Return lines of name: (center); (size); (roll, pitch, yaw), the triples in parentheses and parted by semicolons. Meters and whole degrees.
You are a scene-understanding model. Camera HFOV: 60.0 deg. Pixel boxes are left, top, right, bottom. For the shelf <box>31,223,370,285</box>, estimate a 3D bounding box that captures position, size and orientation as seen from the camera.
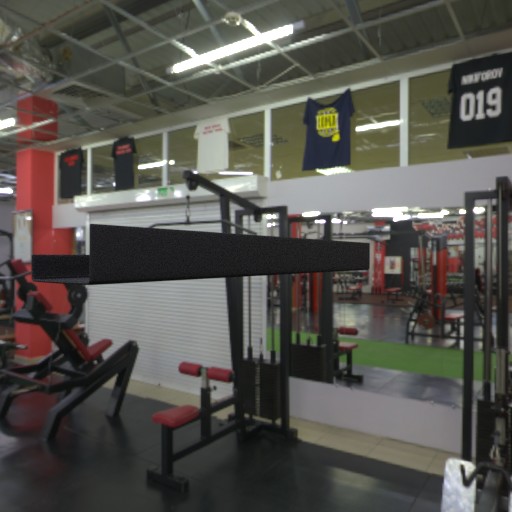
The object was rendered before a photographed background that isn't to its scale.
shelf: (0.000, 0.000, 0.648); (0.102, 0.053, 0.605); (0, 0, 37)
